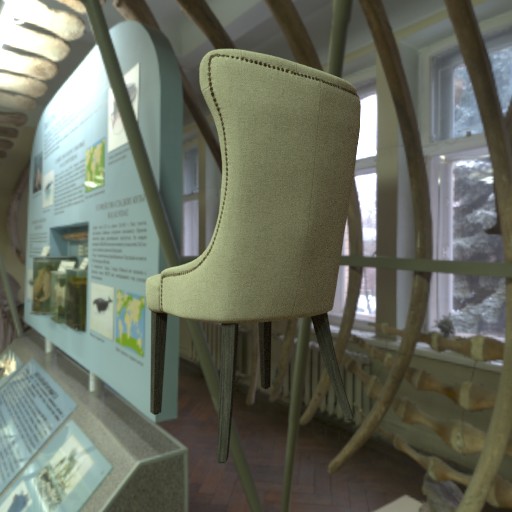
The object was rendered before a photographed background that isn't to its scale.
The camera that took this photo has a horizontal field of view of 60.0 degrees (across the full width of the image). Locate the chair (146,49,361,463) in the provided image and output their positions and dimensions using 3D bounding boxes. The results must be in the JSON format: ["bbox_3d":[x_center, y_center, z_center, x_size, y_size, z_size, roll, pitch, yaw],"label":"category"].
[{"bbox_3d":[0.000,0.000,1.439,0.584,1.065,0.590,0,0,-37],"label":"chair"}]
